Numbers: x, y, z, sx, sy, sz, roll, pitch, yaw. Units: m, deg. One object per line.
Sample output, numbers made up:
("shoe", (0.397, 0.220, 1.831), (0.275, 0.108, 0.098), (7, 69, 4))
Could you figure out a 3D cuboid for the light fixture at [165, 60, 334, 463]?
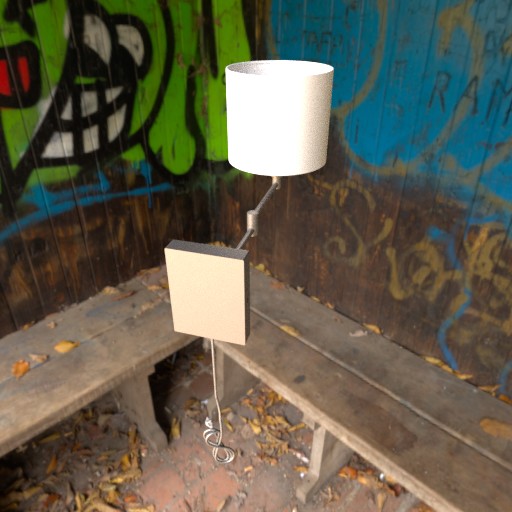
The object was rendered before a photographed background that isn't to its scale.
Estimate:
("light fixture", (0.000, 0.000, 0.876), (0.203, 0.651, 0.516), (9, 32, 14))
